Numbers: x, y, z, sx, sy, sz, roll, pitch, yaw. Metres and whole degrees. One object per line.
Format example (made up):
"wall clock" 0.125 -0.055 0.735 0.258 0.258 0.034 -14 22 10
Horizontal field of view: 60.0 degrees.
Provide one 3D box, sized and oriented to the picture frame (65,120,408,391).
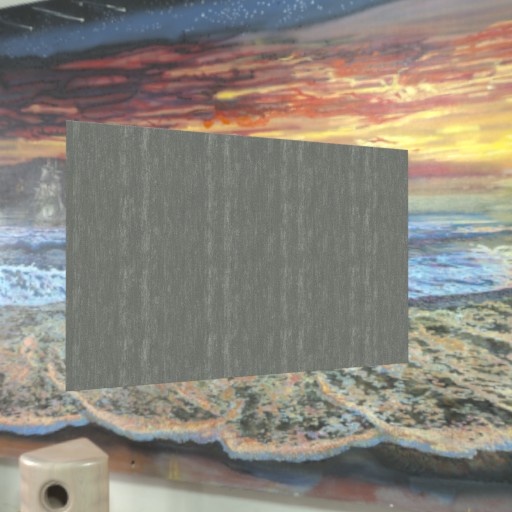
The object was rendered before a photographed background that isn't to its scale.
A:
"picture frame" 0.000 0.000 1.203 0.950 0.640 0.029 0 0 -18
